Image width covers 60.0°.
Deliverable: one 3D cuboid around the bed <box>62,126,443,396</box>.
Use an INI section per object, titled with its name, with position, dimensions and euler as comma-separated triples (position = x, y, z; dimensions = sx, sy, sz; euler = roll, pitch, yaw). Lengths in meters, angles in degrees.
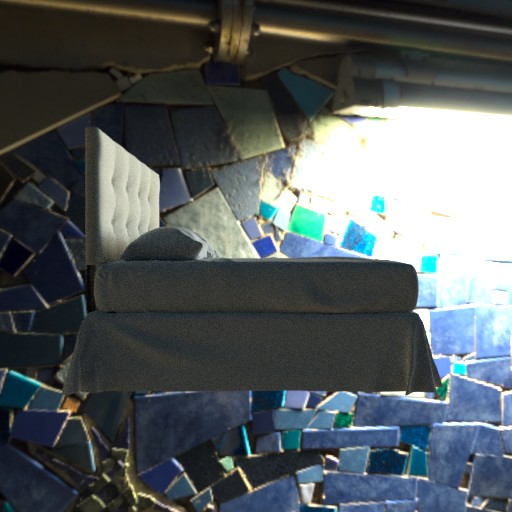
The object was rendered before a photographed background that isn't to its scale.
[bed]
position = 0.000, 0.000, 3.462
dimensions = 2.222, 1.577, 1.936
euler = 0, 0, 0
